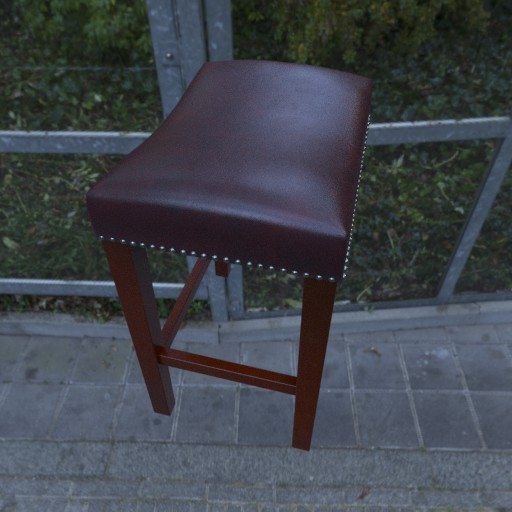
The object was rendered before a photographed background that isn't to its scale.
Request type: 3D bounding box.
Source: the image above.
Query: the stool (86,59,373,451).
[{"bbox_3d":[0.000,0.000,0.948,0.372,0.657,0.504,10,45,10],"label":"stool"}]
